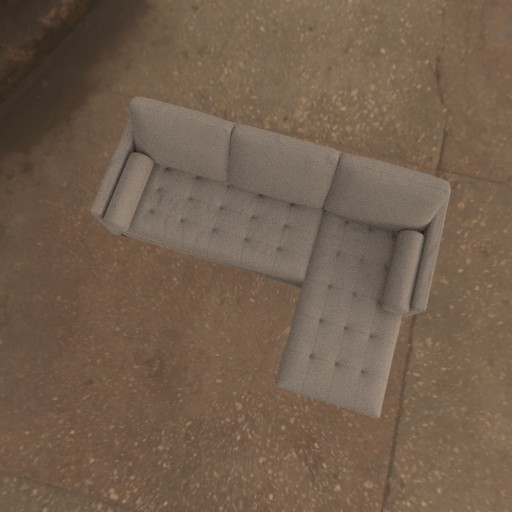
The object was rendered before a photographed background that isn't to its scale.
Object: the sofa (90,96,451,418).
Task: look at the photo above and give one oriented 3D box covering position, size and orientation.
[{"bbox_3d":[0.000,0.000,2.902,2.178,0.875,1.506,16,76,4],"label":"sofa"}]
